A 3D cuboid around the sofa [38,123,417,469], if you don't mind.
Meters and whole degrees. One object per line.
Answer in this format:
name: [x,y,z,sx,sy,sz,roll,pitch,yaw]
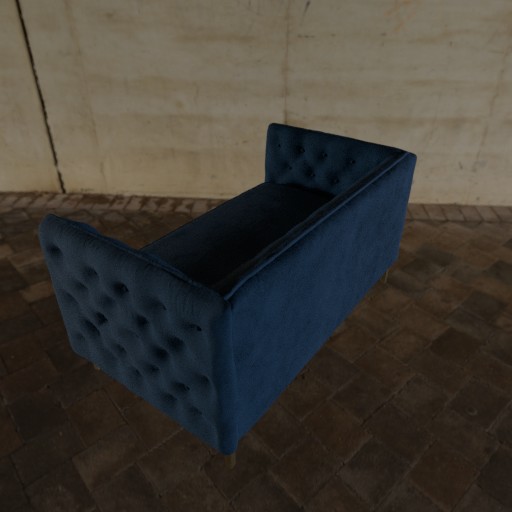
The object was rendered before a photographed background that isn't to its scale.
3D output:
sofa: [0.000,0.000,2.106,0.909,0.810,1.583,21,38,30]
